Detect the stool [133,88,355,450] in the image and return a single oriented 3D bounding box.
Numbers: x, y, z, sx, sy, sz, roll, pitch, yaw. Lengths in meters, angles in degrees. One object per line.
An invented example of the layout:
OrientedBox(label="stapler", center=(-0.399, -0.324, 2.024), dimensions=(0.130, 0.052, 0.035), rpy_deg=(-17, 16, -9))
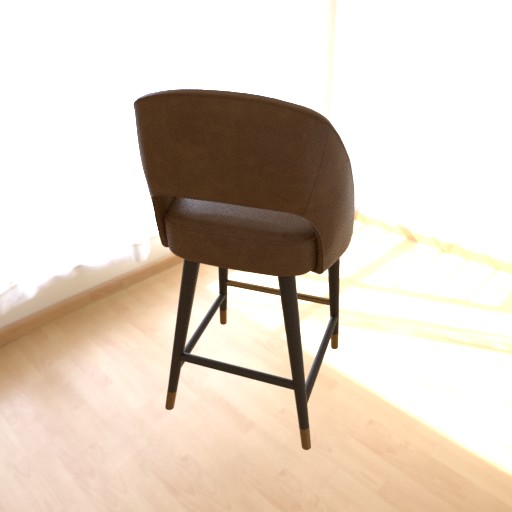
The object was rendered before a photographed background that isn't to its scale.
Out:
OrientedBox(label="stool", center=(0.000, 0.000, 1.212), dimensions=(0.494, 0.940, 0.509), rpy_deg=(10, 31, 16))
